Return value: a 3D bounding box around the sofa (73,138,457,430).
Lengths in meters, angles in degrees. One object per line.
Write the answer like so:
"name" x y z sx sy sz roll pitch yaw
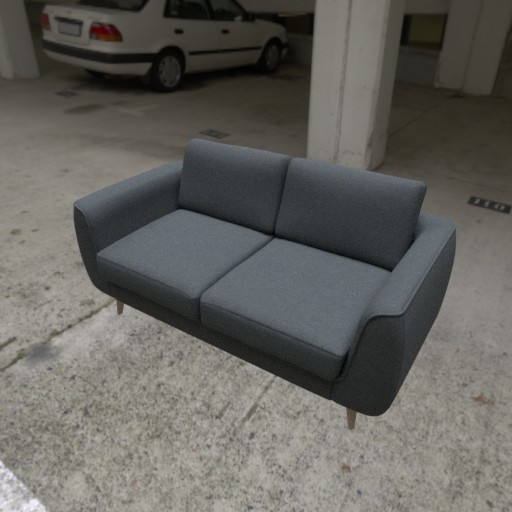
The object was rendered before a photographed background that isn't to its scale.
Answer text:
"sofa" 0.000 0.000 2.191 1.700 0.850 0.920 18 34 29
